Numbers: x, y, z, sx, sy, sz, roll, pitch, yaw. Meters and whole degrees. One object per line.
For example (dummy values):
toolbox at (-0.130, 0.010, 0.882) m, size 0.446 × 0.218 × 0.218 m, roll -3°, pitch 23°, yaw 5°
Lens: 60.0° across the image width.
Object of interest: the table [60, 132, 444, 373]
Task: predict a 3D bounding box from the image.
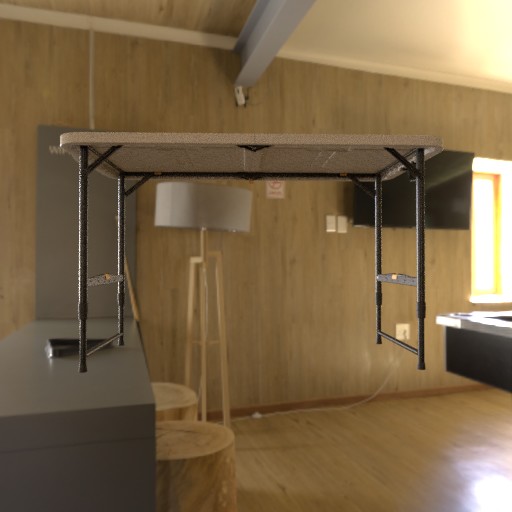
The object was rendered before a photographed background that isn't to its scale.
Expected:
table at (0.000, 0.000, 1.642) m, size 1.245 × 0.737 × 0.611 m, roll 0°, pitch -1°, yaw -2°
